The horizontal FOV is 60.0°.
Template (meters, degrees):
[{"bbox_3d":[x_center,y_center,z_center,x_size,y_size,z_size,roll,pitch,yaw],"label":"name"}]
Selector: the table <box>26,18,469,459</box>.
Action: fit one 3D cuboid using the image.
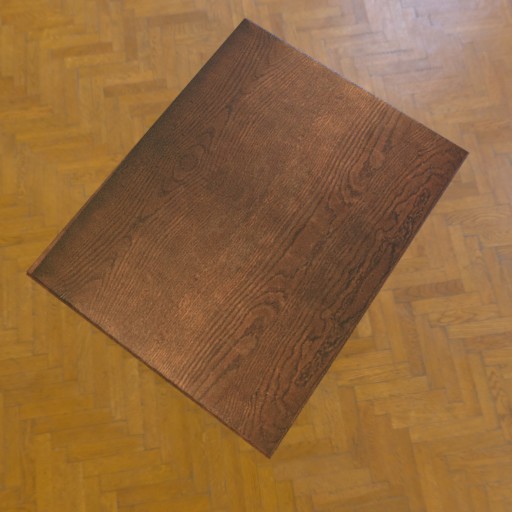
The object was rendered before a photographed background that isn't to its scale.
[{"bbox_3d":[0.000,0.000,0.998,0.461,0.597,0.586,35,78,8],"label":"table"}]
